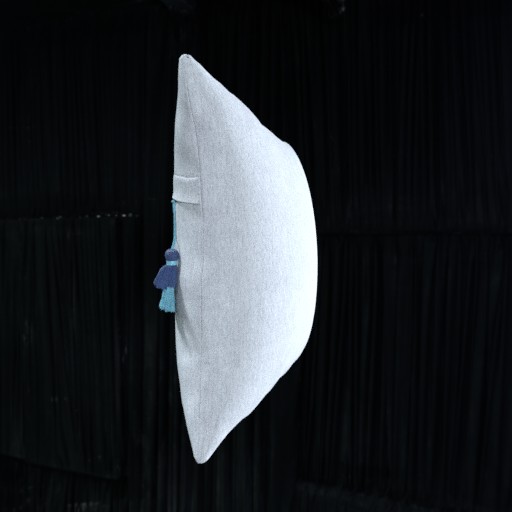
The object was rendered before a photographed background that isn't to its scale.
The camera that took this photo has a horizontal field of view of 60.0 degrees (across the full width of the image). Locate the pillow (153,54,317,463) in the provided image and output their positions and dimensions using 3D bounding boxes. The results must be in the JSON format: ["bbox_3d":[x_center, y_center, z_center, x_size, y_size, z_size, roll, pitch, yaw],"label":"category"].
[{"bbox_3d":[0.000,0.000,0.674,0.173,0.436,0.433,0,1,18],"label":"pillow"}]
